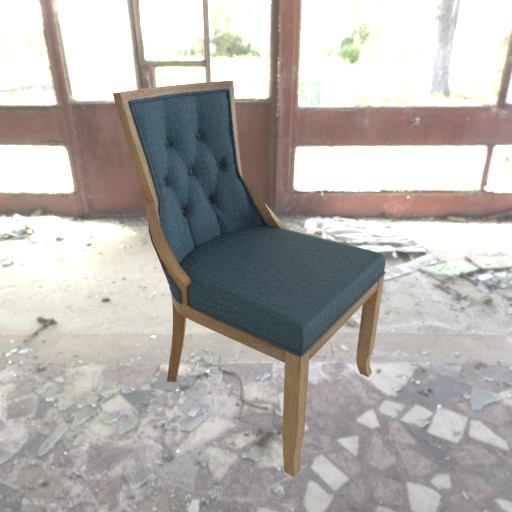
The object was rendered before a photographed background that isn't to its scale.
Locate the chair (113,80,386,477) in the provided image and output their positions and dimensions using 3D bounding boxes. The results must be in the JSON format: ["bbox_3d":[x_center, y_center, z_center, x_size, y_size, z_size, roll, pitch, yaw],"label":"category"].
[{"bbox_3d":[0.000,0.000,1.350,0.641,0.947,0.524,18,31,32],"label":"chair"}]
